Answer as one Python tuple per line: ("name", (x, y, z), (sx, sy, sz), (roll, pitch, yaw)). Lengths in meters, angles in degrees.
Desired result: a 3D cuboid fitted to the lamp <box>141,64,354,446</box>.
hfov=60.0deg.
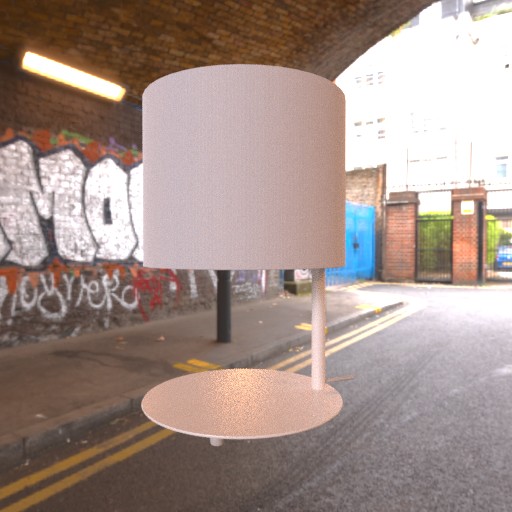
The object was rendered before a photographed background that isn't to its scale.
("lamp", (0.000, 0.000, 0.677), (0.341, 0.454, 0.299), (0, 1, -17))
